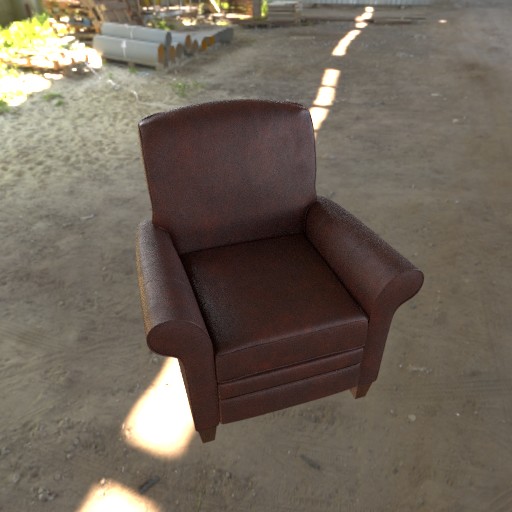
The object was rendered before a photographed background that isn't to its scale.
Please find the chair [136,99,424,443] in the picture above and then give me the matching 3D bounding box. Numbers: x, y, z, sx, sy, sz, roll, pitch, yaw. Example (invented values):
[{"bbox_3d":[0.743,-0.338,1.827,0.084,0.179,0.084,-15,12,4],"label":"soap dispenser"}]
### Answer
[{"bbox_3d":[0.000,0.000,1.828,0.978,1.061,0.902,-10,34,-15],"label":"chair"}]
